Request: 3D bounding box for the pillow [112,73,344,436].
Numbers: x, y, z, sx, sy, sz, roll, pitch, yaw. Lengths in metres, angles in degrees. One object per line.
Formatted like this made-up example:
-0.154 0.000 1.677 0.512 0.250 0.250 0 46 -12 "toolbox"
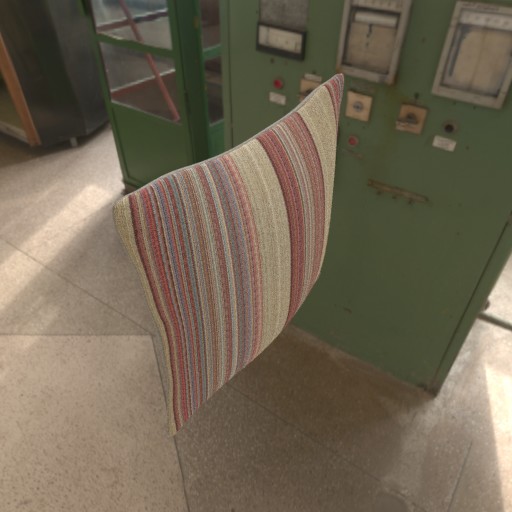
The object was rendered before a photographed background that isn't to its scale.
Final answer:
0.000 0.000 0.656 0.136 0.419 0.437 26 47 27 "pillow"
